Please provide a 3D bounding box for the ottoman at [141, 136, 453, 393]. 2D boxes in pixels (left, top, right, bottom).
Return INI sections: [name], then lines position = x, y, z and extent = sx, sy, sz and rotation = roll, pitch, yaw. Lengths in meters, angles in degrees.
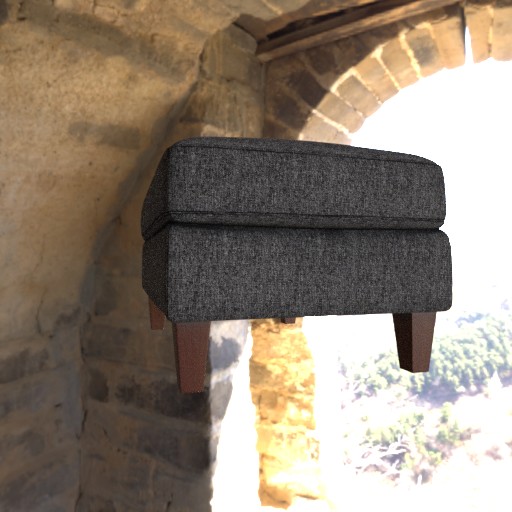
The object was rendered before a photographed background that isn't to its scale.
[ottoman]
position = 0.000, 0.000, 1.208
extent = 0.584, 0.483, 0.864
rotation = 0, -1, -17
